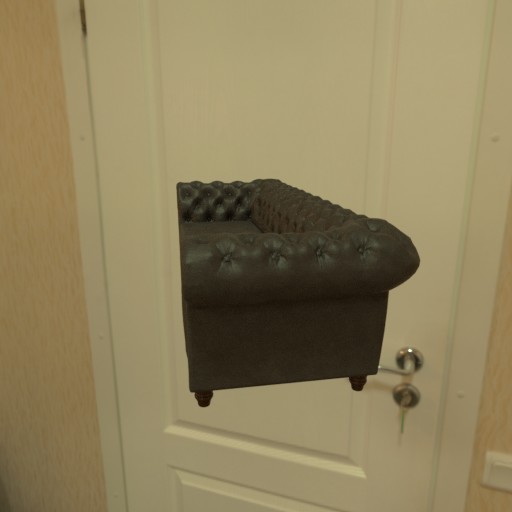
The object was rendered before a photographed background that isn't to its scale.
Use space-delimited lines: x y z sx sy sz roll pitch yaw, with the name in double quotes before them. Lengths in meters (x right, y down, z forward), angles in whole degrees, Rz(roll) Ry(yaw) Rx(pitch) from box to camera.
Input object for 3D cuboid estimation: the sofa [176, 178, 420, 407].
"sofa" 0.000 0.000 2.769 0.944 0.783 2.385 -3 15 -10
